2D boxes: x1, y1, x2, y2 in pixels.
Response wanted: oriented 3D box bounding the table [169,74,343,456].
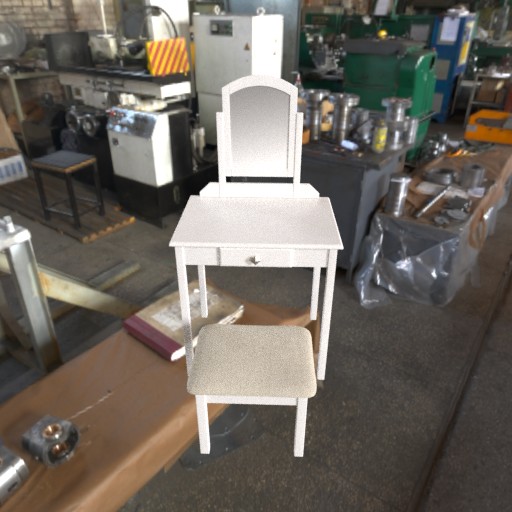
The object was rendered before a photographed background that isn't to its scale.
[{"bbox_3d":[0.000,0.000,2.318,0.876,1.631,1.211,1,29,2],"label":"table"}]
